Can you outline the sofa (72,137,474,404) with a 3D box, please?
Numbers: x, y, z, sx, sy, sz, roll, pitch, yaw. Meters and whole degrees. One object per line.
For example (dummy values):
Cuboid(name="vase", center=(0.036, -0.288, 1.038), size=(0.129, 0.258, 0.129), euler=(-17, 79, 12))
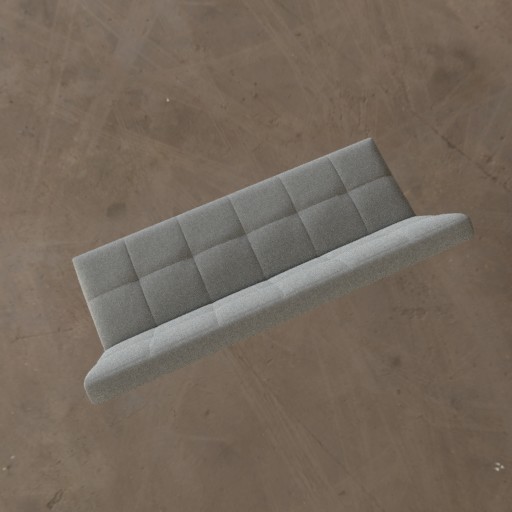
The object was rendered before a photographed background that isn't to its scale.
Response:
Cuboid(name="sofa", center=(0.000, 0.000, 2.312), size=(1.820, 0.800, 0.800), euler=(-23, 76, -6))
